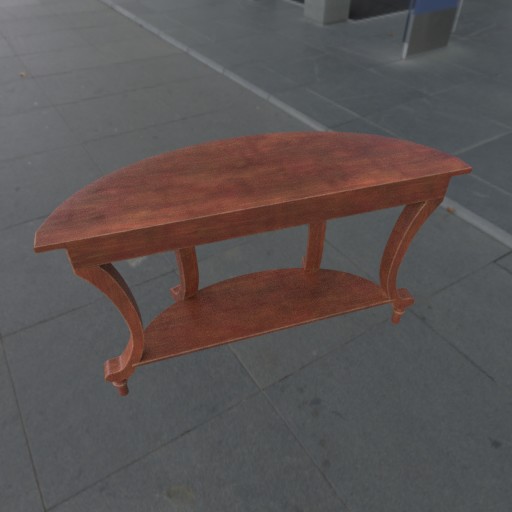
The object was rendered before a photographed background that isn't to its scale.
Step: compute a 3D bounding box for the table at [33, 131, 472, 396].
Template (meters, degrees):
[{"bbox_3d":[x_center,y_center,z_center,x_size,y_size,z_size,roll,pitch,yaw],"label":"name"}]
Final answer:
[{"bbox_3d":[0.000,0.000,1.525,1.198,0.699,0.394,-12,43,-13],"label":"table"}]
